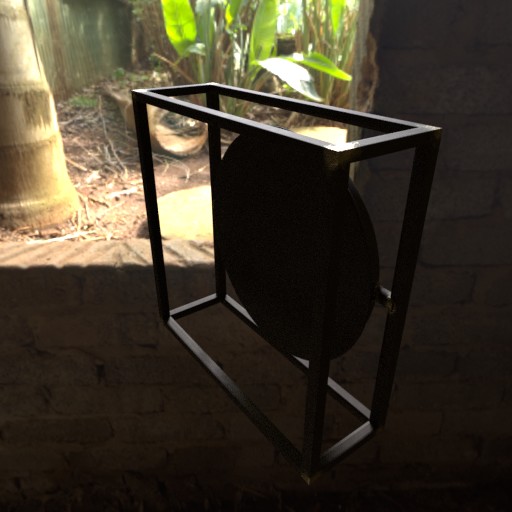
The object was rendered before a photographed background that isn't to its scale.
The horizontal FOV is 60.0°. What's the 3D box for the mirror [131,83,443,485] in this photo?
[{"bbox_3d":[0.000,0.000,0.464,0.107,0.303,0.306,-19,34,-31],"label":"mirror"}]
